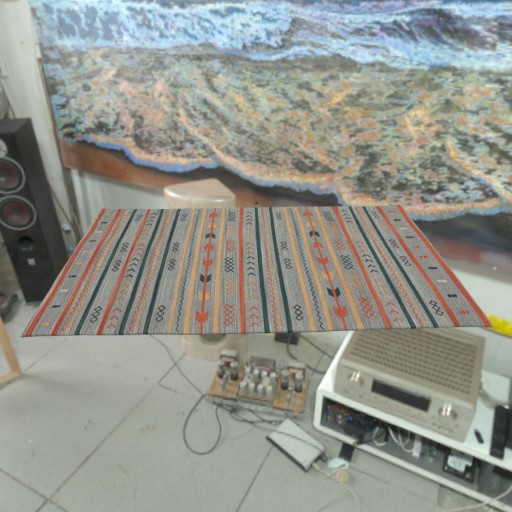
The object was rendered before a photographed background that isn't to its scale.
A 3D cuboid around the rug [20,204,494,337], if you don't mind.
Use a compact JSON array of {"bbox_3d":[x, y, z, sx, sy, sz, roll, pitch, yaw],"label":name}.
[{"bbox_3d":[0.000,0.000,2.931,2.439,0.029,1.537,-1,31,-2],"label":"rug"}]
